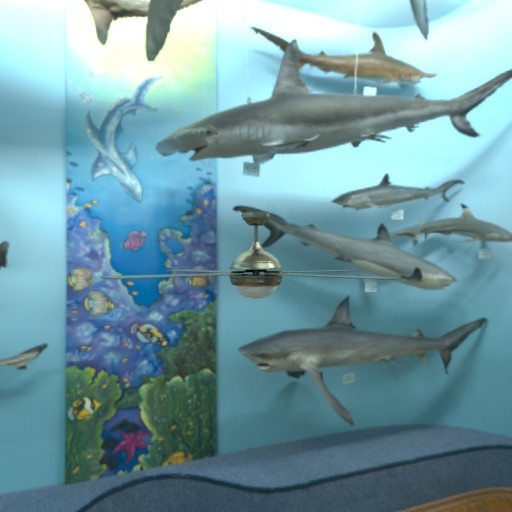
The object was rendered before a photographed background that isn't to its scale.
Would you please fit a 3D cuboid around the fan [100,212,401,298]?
[{"bbox_3d":[0.000,0.000,1.984,1.321,0.381,1.321,0,0,-20],"label":"fan"}]
